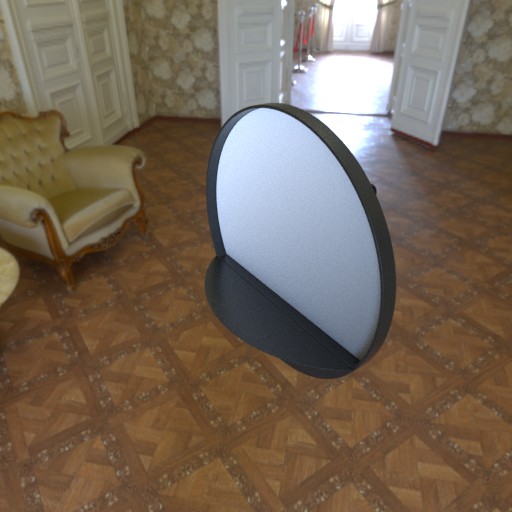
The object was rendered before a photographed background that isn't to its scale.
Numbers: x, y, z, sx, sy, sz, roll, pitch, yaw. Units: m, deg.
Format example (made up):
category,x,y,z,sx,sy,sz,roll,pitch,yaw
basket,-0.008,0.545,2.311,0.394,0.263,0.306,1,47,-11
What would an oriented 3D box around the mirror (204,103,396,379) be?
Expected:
category,x,y,z,sx,sy,sz,roll,pitch,yaw
mirror,0.000,0.000,0.717,0.133,0.457,0.457,-20,37,-29
